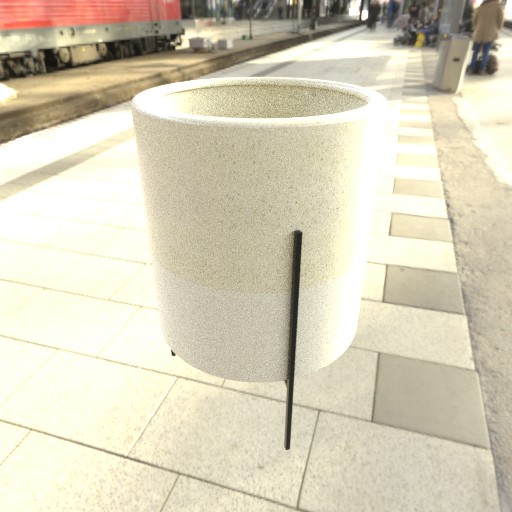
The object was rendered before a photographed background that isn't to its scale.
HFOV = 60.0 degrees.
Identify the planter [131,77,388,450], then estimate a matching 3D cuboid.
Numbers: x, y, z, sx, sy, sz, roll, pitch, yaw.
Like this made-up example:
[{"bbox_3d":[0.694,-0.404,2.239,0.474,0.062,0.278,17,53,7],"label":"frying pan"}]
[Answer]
[{"bbox_3d":[0.000,0.000,0.692,0.333,0.483,0.324,8,30,13],"label":"planter"}]
